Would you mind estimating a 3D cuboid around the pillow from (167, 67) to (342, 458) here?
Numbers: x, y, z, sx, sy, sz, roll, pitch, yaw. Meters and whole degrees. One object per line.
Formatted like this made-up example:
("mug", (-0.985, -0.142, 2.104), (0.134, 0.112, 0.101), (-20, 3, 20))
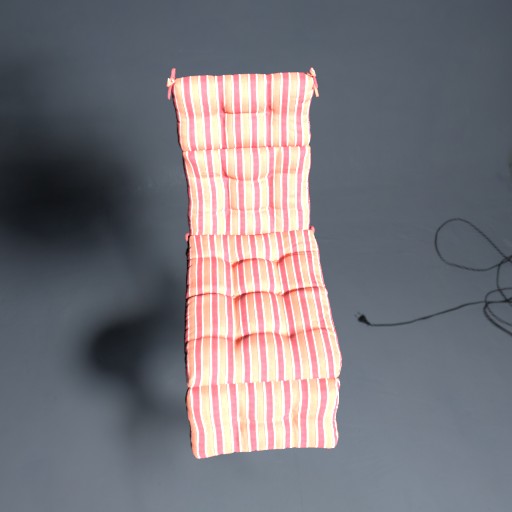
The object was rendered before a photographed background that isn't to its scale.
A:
("pillow", (0.000, 0.000, 1.486), (0.526, 0.863, 1.016), (-3, 48, -3))
